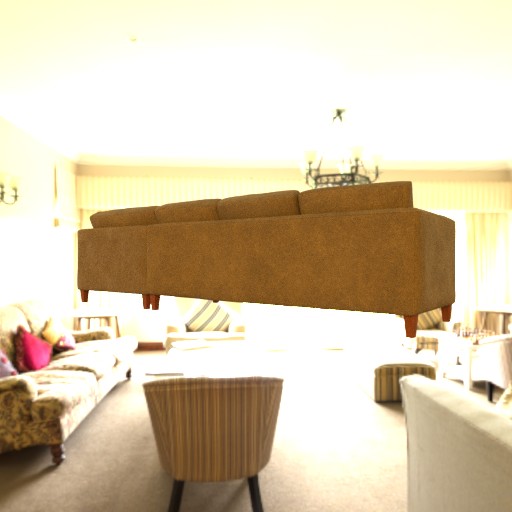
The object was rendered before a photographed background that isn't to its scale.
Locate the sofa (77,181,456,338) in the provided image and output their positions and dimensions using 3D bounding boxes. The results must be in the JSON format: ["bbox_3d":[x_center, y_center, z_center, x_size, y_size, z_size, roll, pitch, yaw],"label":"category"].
[{"bbox_3d":[0.000,0.000,4.136,3.471,0.950,1.604,0,0,37],"label":"sofa"}]
